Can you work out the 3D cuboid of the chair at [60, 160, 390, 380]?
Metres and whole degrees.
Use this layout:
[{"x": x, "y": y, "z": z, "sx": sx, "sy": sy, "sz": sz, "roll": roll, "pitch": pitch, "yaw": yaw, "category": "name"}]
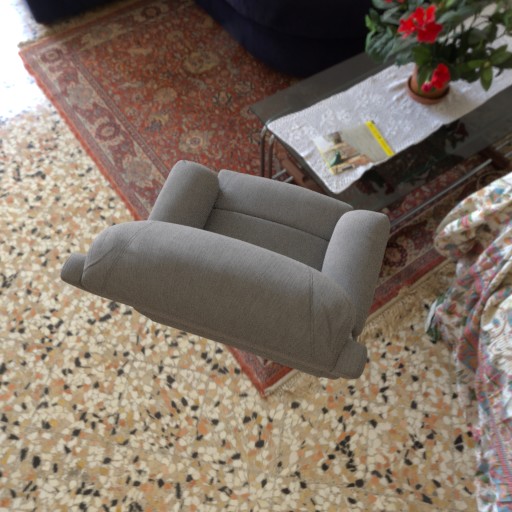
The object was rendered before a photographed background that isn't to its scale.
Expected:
[{"x": 0.000, "y": 0.000, "z": 1.713, "sx": 0.930, "sy": 1.011, "sz": 0.899, "roll": 17, "pitch": 63, "yaw": 9, "category": "chair"}]
